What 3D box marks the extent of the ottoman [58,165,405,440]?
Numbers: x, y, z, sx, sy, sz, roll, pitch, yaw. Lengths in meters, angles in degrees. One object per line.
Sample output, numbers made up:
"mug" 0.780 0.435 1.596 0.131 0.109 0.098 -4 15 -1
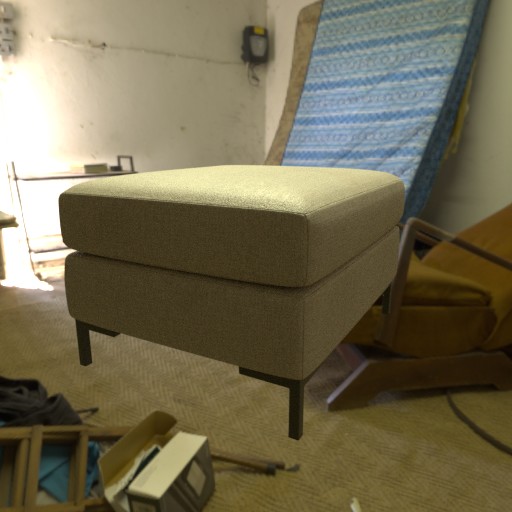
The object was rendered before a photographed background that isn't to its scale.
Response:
"ottoman" 0.000 0.000 1.267 0.671 0.490 0.820 8 17 28
